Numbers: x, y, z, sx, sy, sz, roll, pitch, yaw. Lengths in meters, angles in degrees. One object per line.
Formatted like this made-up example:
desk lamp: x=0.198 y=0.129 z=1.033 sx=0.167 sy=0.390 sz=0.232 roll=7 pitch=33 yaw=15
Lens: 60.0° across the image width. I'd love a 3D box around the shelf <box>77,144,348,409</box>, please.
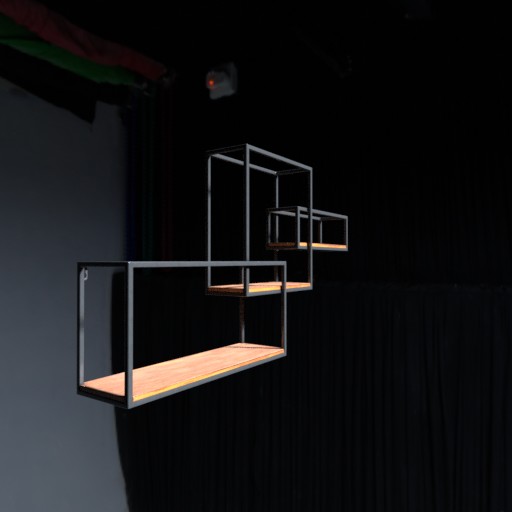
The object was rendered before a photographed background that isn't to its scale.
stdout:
shelf: x=0.000 y=0.000 z=2.191 sx=0.275 sy=0.972 sz=1.781 roll=0 pitch=-1 yaw=35
